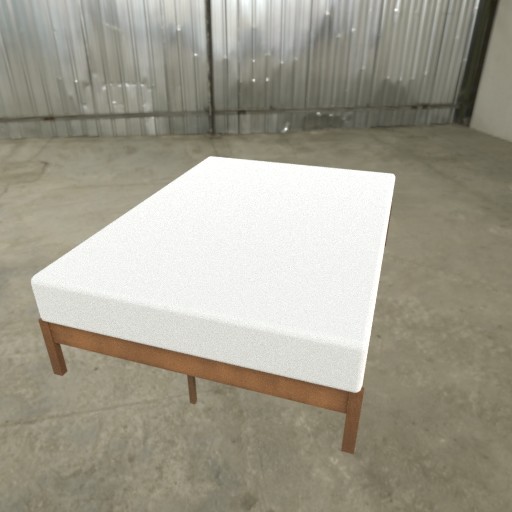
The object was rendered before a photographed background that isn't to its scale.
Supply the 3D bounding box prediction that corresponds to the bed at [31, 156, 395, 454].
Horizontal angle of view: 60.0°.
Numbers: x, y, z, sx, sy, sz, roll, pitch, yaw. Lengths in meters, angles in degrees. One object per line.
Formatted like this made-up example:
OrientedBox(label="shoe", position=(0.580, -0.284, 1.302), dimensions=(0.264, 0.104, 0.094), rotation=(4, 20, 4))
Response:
OrientedBox(label="bed", position=(0.000, 0.000, 2.776), dimensions=(1.529, 0.593, 2.050), rotation=(9, 30, 16))
